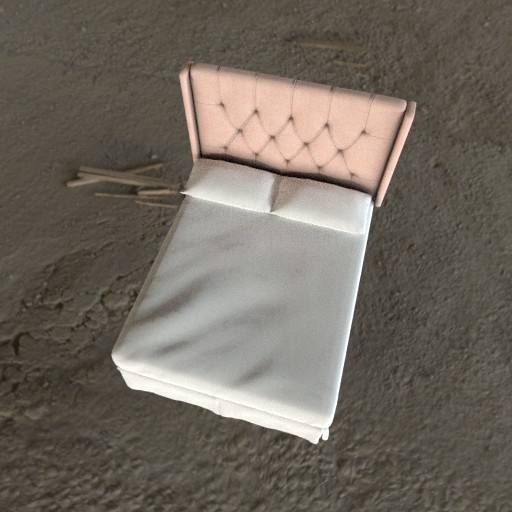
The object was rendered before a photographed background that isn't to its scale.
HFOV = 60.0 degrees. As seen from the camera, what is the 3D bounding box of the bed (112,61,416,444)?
[{"bbox_3d":[0.000,0.000,3.355,1.719,1.665,2.066,14,59,8],"label":"bed"}]
